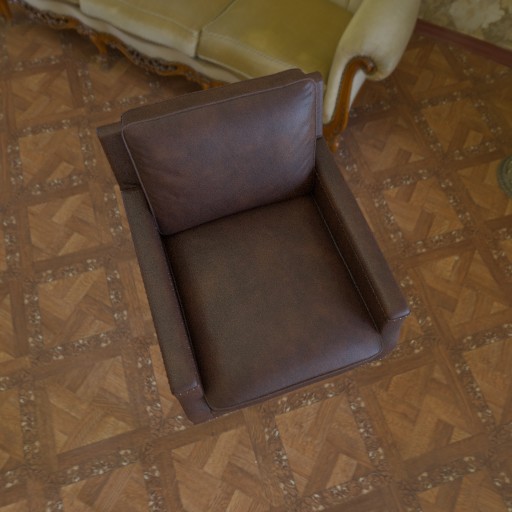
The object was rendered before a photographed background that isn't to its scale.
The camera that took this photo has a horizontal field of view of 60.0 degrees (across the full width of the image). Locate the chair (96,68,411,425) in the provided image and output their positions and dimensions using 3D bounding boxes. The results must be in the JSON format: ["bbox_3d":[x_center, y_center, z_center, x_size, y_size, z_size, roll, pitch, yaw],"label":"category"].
[{"bbox_3d":[0.000,0.000,1.707,0.853,0.929,1.014,-17,66,-8],"label":"chair"}]
